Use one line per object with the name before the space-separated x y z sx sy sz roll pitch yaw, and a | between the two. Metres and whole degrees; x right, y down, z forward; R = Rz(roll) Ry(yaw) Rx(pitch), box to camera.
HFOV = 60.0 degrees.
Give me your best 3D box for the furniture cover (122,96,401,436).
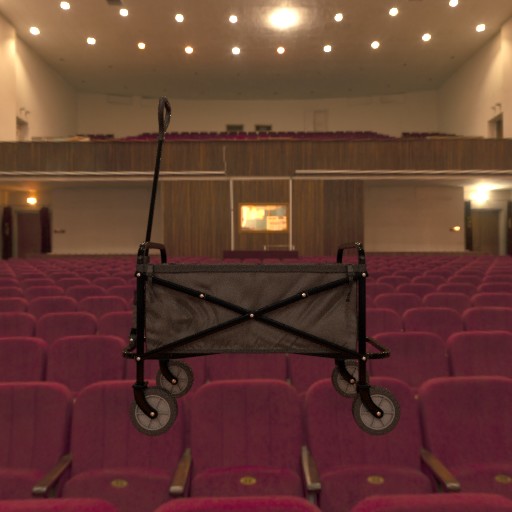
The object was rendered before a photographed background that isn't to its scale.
furniture cover | 0.000 0.000 1.827 1.038 1.295 0.532 0 0 0
